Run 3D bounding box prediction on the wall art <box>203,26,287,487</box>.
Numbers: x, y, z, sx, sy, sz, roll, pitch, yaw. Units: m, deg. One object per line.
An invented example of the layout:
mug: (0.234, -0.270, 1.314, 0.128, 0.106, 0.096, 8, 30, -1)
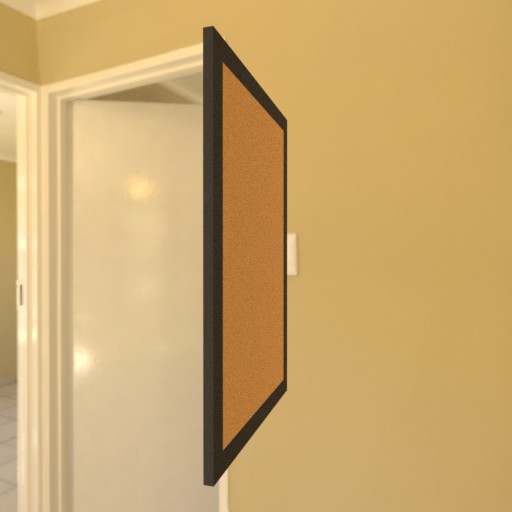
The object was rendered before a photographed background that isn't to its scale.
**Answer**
wall art: (0.000, 0.000, 0.697, 0.013, 0.534, 0.380, 0, 0, 17)
